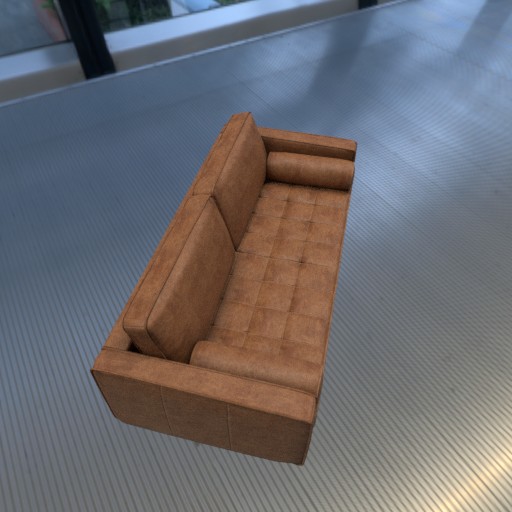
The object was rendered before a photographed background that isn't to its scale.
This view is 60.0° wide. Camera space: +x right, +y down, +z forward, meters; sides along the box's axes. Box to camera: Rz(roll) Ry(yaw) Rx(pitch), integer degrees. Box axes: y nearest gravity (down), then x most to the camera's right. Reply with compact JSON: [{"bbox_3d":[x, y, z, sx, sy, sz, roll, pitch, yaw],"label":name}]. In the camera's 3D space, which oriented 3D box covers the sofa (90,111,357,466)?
[{"bbox_3d":[0.000,0.000,2.445,0.924,0.825,1.920,10,48,9],"label":"sofa"}]
